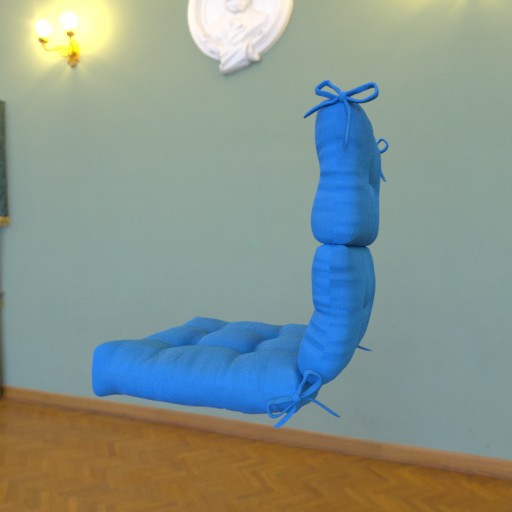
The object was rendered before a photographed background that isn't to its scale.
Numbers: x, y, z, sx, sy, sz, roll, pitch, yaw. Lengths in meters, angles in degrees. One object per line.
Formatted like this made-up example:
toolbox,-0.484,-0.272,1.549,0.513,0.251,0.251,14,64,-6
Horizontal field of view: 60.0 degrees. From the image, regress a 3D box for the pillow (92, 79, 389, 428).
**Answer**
pillow,0.000,0.000,1.017,0.571,0.605,0.519,0,1,19
